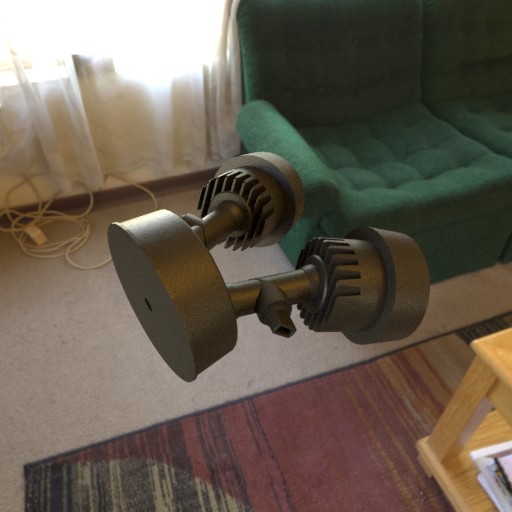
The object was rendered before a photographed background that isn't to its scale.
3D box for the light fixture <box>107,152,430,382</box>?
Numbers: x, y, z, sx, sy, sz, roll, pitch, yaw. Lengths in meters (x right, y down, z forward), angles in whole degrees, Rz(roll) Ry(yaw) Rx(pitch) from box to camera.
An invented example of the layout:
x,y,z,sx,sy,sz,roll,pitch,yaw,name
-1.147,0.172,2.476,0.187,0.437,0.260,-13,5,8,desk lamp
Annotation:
x,y,z,sx,sy,sz,roll,pitch,yaw,name
0.000,0.000,0.316,0.168,0.120,0.213,-27,49,-27,light fixture
